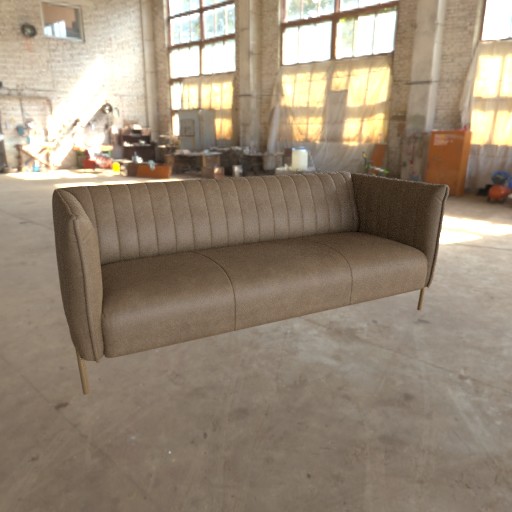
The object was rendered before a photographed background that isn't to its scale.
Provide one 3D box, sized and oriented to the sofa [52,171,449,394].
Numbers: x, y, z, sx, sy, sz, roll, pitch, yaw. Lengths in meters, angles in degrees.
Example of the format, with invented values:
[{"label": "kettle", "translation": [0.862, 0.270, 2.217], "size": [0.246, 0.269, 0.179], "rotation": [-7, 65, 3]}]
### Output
[{"label": "sofa", "translation": [0.000, 0.000, 2.426], "size": [1.980, 0.779, 0.876], "rotation": [-8, 18, -26]}]
